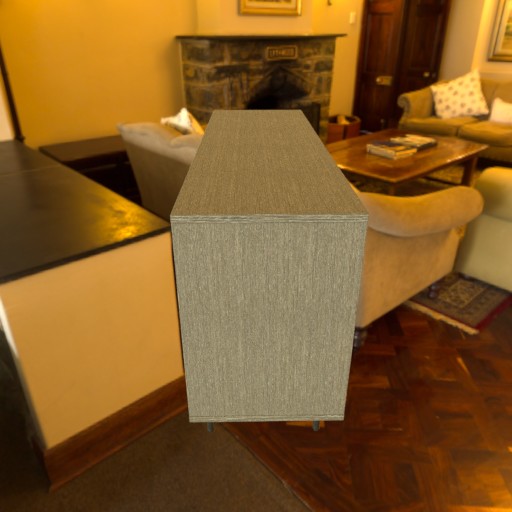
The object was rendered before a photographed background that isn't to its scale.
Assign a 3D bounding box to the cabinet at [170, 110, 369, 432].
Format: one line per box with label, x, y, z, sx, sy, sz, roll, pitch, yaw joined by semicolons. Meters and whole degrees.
cabinet;0.000;0.000;1.538;0.405;0.787;1.194;0;27;-1
